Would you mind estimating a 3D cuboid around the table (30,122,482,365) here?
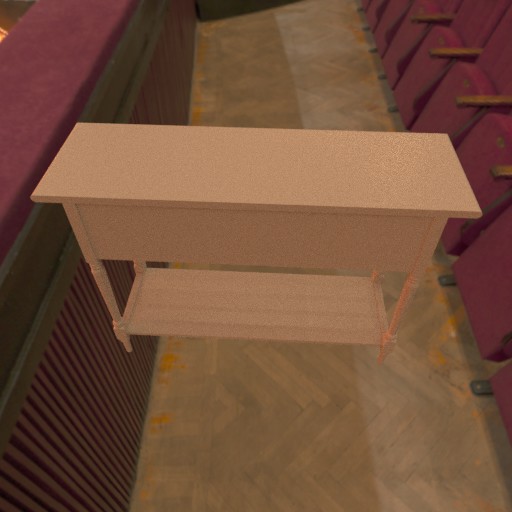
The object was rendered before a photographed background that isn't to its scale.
[{"bbox_3d":[0.000,0.000,1.590,1.197,0.808,0.384,2,47,2],"label":"table"}]
